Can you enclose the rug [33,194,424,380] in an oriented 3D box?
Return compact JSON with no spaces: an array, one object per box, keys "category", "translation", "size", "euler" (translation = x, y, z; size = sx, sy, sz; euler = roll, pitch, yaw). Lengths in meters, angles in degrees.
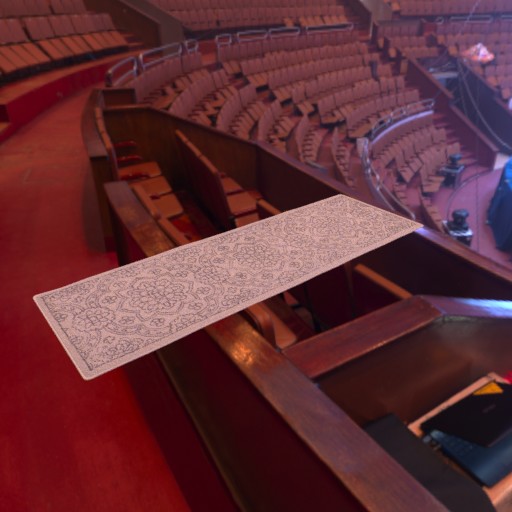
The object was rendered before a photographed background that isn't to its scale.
[{"category":"rug","translation":[0.000,0.000,2.757],"size":[2.431,0.006,0.806],"euler":[-21,35,-33]}]
